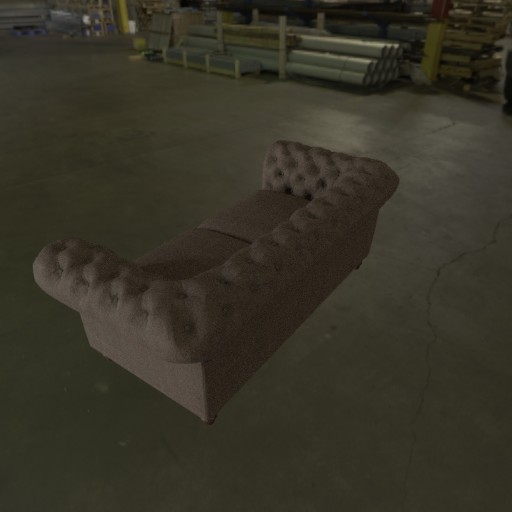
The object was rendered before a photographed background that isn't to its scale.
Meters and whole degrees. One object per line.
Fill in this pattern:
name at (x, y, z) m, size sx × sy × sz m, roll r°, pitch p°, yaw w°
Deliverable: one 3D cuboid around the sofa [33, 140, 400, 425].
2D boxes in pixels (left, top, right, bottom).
sofa at (0.000, 0.000, 2.520) m, size 0.944 × 0.780 × 2.048 m, roll 21°, pitch 37°, yaw 30°
